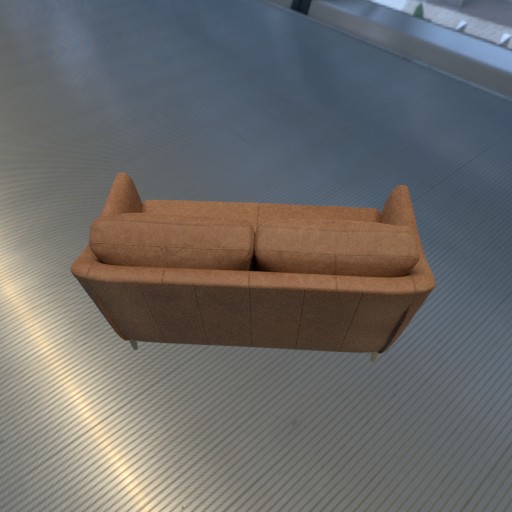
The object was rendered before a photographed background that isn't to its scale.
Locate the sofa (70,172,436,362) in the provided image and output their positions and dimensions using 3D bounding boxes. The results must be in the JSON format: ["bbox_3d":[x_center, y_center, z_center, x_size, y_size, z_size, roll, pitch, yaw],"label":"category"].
[{"bbox_3d":[0.000,0.000,2.251,1.619,0.902,0.960,2,47,2],"label":"sofa"}]
